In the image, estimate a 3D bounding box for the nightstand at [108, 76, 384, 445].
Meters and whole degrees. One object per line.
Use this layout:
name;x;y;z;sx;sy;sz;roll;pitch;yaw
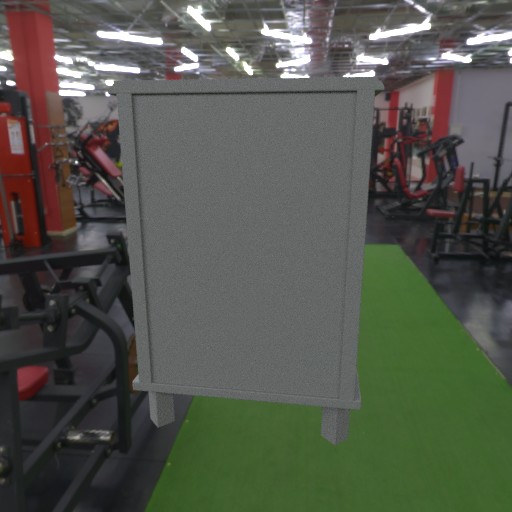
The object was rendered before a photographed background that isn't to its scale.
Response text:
nightstand;0.000;0.000;0.961;0.450;0.680;0.350;2;16;8
